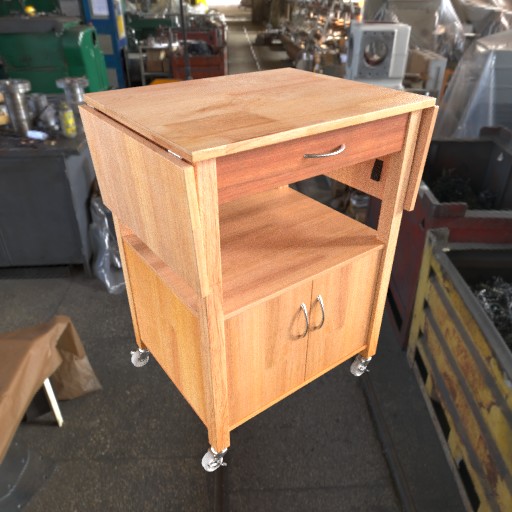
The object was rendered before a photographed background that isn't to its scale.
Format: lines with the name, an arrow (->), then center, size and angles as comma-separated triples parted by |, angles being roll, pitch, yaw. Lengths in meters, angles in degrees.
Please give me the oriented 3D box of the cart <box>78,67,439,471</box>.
cart -> 0.000, 0.000, 1.205 | 0.640, 0.838, 0.508 | -21, 38, -30
